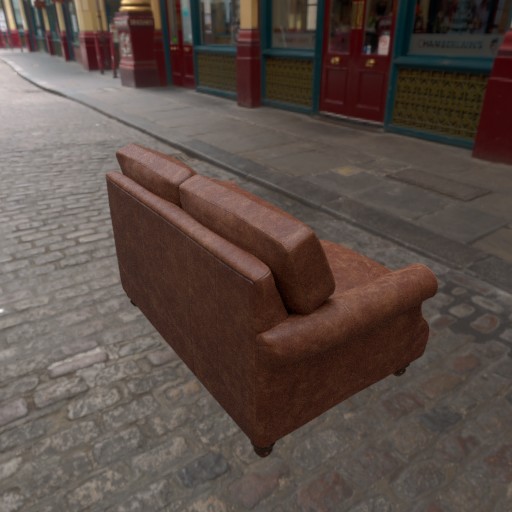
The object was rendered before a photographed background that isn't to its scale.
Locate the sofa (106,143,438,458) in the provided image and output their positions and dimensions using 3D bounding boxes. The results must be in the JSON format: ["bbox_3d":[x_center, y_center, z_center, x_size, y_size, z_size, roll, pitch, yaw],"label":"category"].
[{"bbox_3d":[0.000,0.000,2.231,0.990,0.967,1.616,-17,31,-31],"label":"sofa"}]
